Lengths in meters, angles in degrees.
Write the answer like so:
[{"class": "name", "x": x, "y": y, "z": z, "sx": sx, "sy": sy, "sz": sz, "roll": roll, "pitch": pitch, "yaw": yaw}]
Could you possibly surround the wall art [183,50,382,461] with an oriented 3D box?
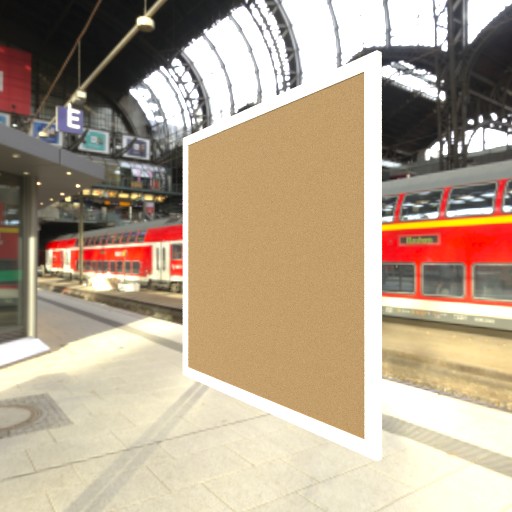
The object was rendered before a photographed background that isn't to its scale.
[{"class": "wall art", "x": 0.000, "y": 0.000, "z": 1.205, "sx": 0.015, "sy": 0.812, "sz": 0.812, "roll": 0, "pitch": 0, "yaw": -37}]
